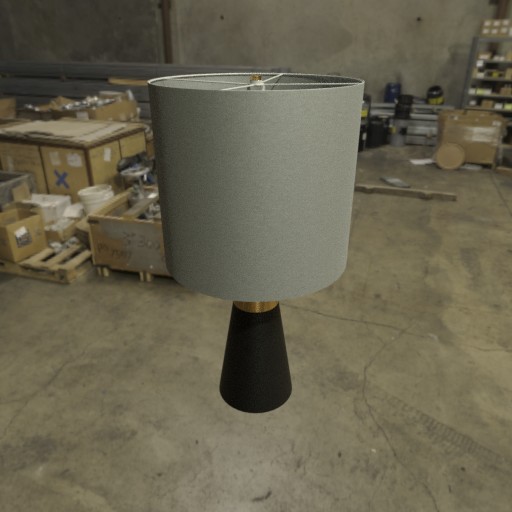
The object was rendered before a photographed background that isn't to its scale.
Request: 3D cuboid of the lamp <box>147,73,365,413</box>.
[{"bbox_3d":[0.000,0.000,0.767,0.308,0.580,0.308,8,27,16],"label":"lamp"}]
